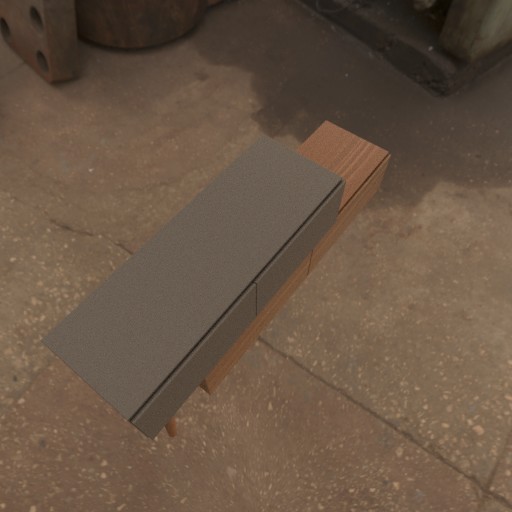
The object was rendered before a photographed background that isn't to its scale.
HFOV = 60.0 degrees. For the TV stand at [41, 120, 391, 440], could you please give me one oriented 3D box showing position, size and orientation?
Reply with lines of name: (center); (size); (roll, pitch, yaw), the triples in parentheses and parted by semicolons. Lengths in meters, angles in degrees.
TV stand: (0.000, 0.000, 1.582); (0.329, 0.591, 1.336); (33, 64, 19)
